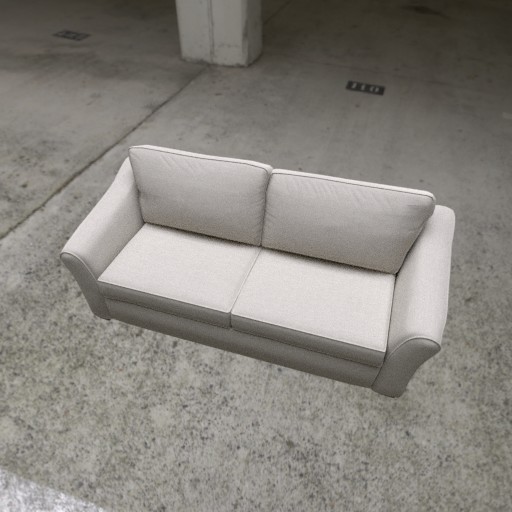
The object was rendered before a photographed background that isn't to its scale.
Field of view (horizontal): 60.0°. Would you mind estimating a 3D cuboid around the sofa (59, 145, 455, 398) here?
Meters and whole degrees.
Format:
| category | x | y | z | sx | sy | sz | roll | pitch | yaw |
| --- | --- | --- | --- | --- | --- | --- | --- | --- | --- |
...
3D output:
| category | x | y | z | sx | sy | sz | roll | pitch | yaw |
| --- | --- | --- | --- | --- | --- | --- | --- | --- | --- |
| sofa | 0.000 | 0.000 | 2.814 | 2.270 | 0.965 | 0.980 | 12 | 43 | 13 |
